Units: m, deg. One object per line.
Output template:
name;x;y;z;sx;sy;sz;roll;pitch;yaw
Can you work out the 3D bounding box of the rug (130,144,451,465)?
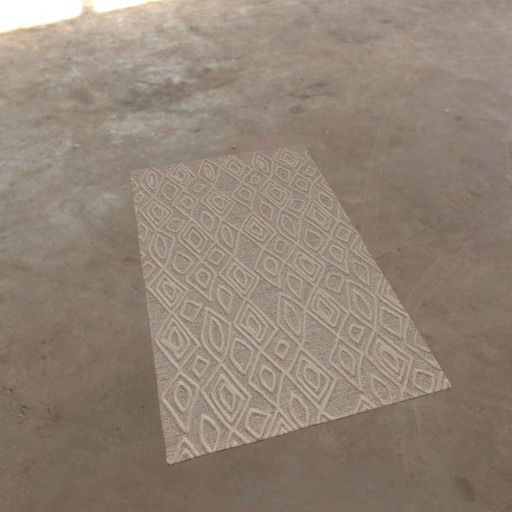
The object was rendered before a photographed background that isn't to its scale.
rug;0.000;0.000;3.057;1.546;0.010;2.442;-11;48;-10
